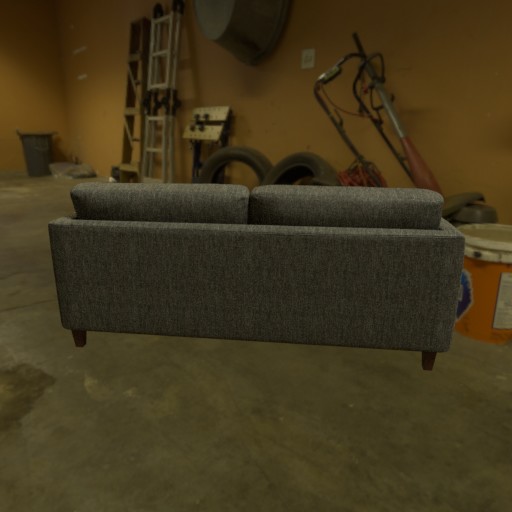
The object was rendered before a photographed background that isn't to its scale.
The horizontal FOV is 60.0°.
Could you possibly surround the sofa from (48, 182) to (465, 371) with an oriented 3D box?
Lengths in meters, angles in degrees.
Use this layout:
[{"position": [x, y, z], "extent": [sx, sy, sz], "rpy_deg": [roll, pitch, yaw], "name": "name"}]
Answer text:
[{"position": [0.000, 0.000, 2.792], "extent": [2.208, 0.960, 0.948], "rpy_deg": [2, 17, 7], "name": "sofa"}]
